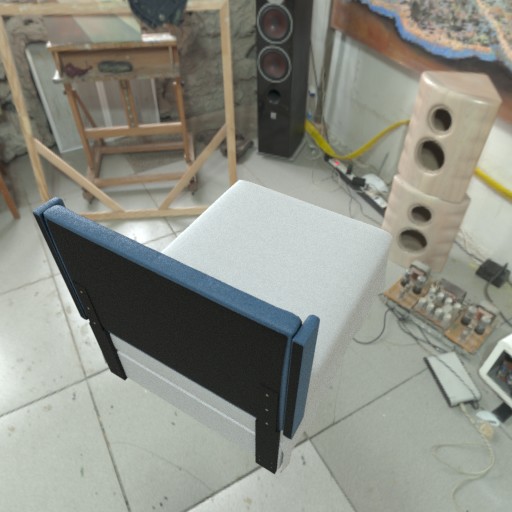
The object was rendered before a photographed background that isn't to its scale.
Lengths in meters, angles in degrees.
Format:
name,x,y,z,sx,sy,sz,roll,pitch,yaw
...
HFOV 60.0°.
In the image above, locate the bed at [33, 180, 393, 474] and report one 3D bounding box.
name,x,y,z,sx,sy,sz,roll,pitch,yaw
bed,0.000,0.000,3.362,1.719,1.665,2.078,23,50,21
